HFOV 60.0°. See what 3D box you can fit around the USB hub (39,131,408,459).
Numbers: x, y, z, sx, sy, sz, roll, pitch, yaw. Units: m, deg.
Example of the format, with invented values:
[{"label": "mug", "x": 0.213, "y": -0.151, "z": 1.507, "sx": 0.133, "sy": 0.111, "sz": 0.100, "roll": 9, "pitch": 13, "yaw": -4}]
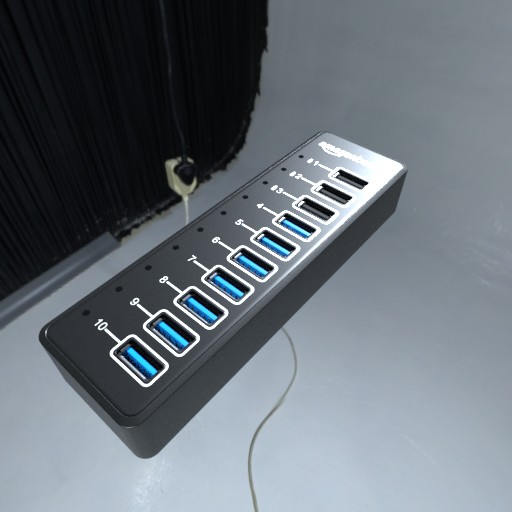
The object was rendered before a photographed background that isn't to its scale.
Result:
[{"label": "USB hub", "x": 0.000, "y": 0.000, "z": 0.162, "sx": 0.044, "sy": 0.023, "sz": 0.145, "roll": 32, "pitch": 55, "yaw": 26}]
